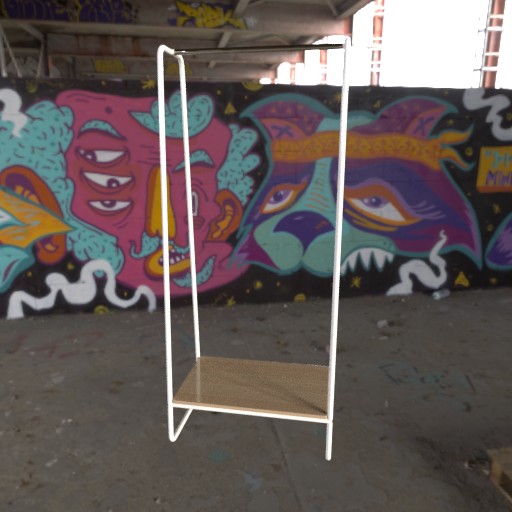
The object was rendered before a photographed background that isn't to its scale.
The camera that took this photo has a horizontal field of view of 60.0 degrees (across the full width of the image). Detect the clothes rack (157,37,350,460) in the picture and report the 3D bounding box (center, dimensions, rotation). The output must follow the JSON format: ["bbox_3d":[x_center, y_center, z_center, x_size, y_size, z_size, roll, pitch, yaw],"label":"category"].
[{"bbox_3d":[0.000,0.000,1.722,0.640,1.500,0.400,3,14,10],"label":"clothes rack"}]
